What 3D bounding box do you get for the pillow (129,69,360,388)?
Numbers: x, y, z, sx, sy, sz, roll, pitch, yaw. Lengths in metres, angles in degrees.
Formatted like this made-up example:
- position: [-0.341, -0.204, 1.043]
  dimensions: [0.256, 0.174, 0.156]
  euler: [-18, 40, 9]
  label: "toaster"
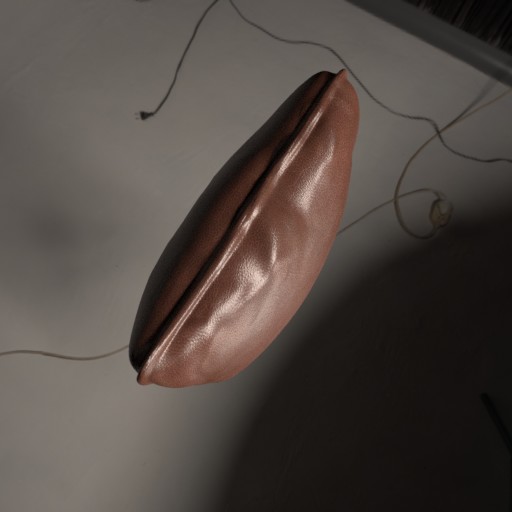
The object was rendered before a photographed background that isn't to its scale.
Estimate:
- position: [0.000, 0.000, 0.825]
  dimensions: [0.236, 0.523, 0.532]
  euler: [31, 78, 7]
  label: "pillow"
